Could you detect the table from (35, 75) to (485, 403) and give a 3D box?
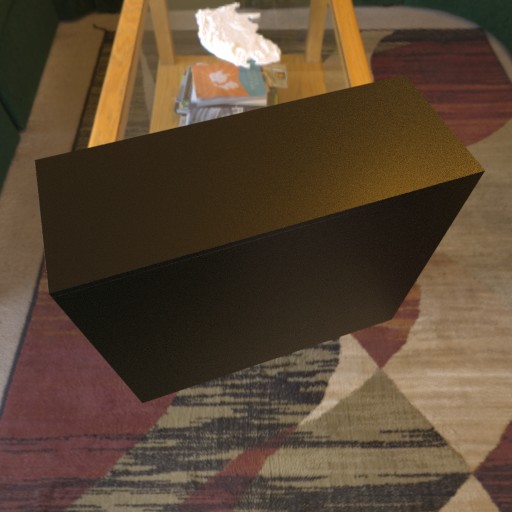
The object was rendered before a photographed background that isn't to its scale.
[{"bbox_3d":[0.000,0.000,1.319,0.930,0.790,0.380,-16,59,-10],"label":"table"}]
